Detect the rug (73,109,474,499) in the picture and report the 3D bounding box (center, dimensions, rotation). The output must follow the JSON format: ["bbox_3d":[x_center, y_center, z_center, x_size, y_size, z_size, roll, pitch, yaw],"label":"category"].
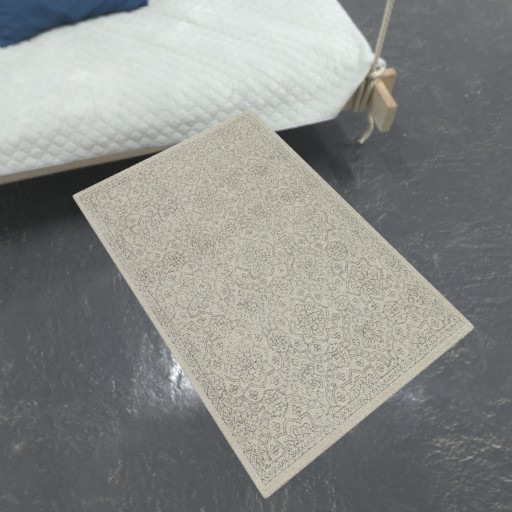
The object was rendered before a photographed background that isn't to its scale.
[{"bbox_3d":[0.000,0.000,2.846,1.524,0.011,2.286,-32,64,-17],"label":"rug"}]
